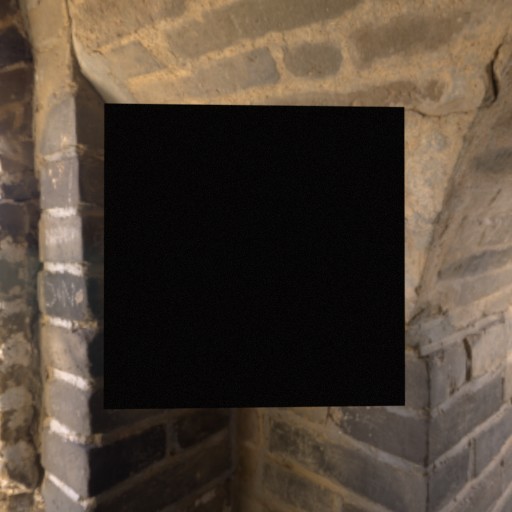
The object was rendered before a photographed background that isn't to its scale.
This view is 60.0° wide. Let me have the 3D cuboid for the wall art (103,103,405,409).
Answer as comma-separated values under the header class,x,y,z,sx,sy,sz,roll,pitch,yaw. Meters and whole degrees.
class,x,y,z,sx,sy,sz,roll,pitch,yaw
wall art,0.000,0.000,0.677,0.456,0.458,0.013,0,0,-2
